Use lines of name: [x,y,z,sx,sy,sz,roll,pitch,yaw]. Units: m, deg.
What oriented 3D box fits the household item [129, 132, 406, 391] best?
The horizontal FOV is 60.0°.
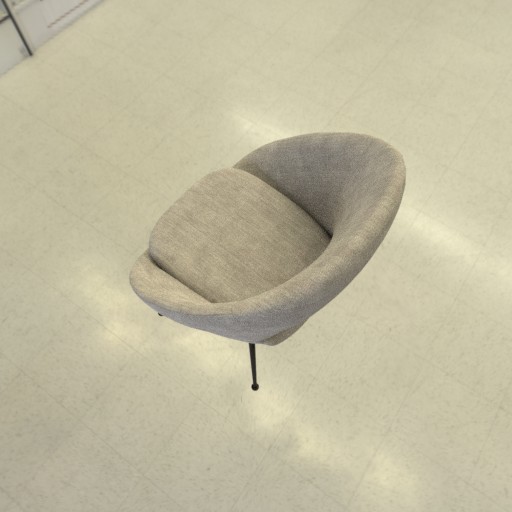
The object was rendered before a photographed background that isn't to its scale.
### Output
household item: [0.000,0.000,1.270,0.587,0.869,0.643,35,68,16]
